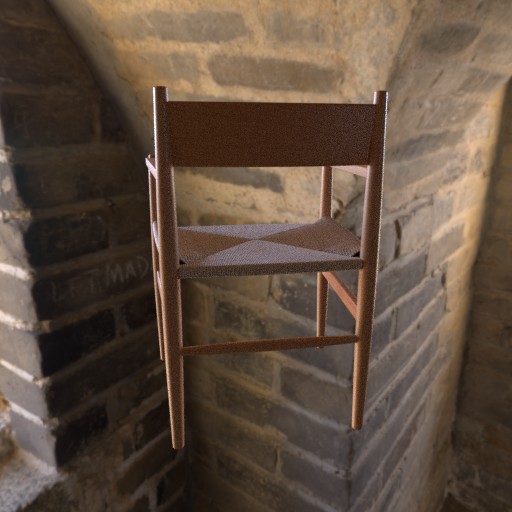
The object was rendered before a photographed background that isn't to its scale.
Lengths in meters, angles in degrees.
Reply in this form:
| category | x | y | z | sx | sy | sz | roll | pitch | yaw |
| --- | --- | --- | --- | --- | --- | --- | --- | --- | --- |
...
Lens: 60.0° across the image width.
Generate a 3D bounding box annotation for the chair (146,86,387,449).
| category | x | y | z | sx | sy | sz | roll | pitch | yaw |
| --- | --- | --- | --- | --- | --- | --- | --- | --- | --- |
| chair | 0.000 | 0.000 | 1.140 | 0.556 | 0.762 | 0.495 | -2 | 15 | -9 |
